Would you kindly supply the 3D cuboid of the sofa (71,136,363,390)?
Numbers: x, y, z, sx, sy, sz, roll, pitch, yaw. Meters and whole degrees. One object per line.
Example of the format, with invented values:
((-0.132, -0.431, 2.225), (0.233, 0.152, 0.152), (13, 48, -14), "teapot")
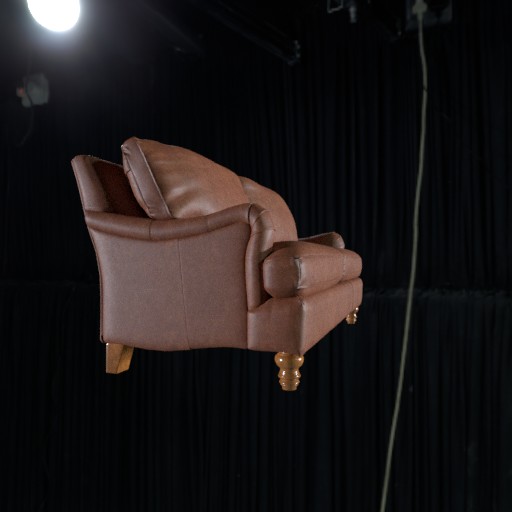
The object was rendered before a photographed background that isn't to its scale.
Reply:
((0.000, 0.000, 2.832), (1.147, 1.071, 2.144), (0, -1, 19), "sofa")
